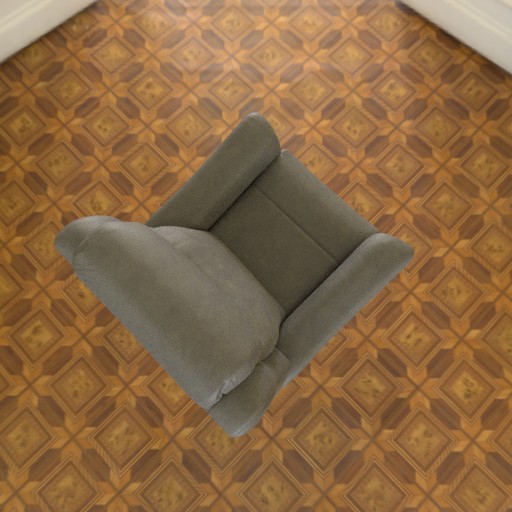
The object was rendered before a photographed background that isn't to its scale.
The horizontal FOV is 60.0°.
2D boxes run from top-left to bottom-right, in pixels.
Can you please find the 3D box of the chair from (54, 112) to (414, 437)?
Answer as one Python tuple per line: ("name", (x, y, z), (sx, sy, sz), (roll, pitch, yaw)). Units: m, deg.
("chair", (0.000, 0.000, 1.897), (0.965, 1.116, 1.068), (44, 80, 10))
